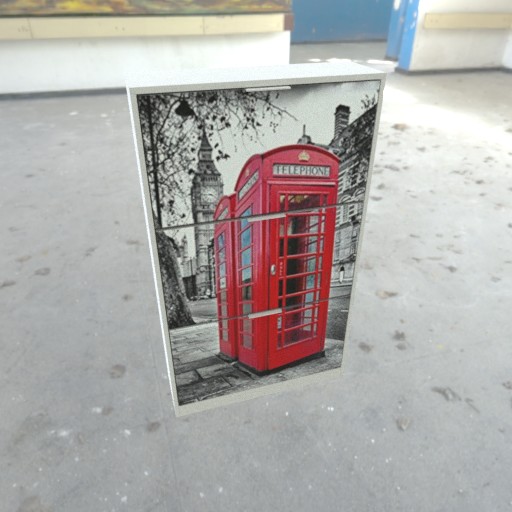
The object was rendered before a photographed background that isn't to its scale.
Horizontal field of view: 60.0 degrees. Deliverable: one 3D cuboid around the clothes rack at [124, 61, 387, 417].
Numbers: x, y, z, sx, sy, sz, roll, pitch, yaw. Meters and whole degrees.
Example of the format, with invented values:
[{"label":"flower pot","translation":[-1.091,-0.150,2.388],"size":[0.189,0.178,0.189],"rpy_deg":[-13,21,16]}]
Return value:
[{"label":"clothes rack","translation":[0.000,0.000,1.655],"size":[0.750,1.280,0.250],"rpy_deg":[-9,33,-15]}]
